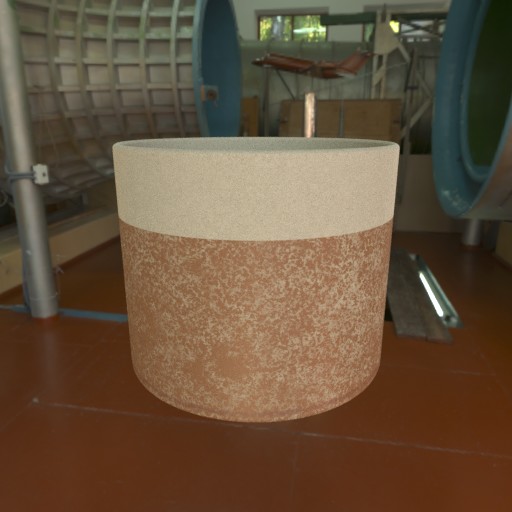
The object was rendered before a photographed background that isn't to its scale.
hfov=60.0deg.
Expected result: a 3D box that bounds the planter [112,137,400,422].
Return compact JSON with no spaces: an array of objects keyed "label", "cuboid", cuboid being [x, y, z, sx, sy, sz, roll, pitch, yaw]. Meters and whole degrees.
[{"label":"planter","cuboid":[0.000,0.000,0.276,0.159,0.138,0.159,0,17,0]}]
